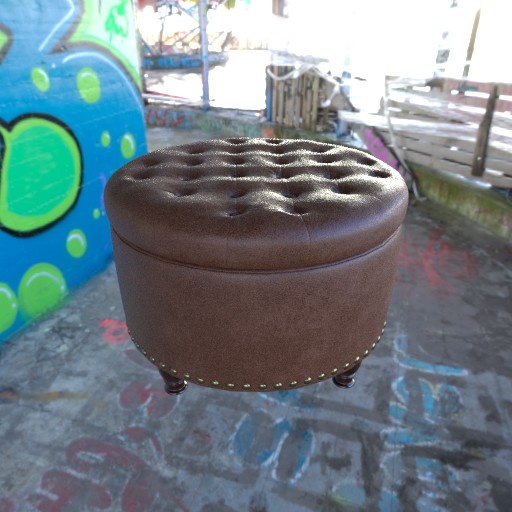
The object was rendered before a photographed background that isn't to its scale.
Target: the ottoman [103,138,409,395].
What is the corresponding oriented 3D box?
[{"bbox_3d":[0.000,0.000,1.050,0.637,0.442,0.637,0,28,0],"label":"ottoman"}]
